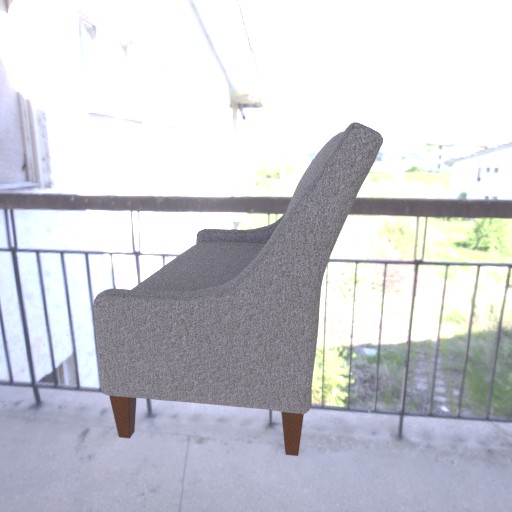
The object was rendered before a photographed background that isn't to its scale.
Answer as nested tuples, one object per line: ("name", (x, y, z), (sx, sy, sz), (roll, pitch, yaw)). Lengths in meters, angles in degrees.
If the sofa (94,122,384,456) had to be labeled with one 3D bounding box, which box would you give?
("sofa", (0.000, 0.000, 1.895), (0.862, 1.026, 1.242), (2, 14, 9))
